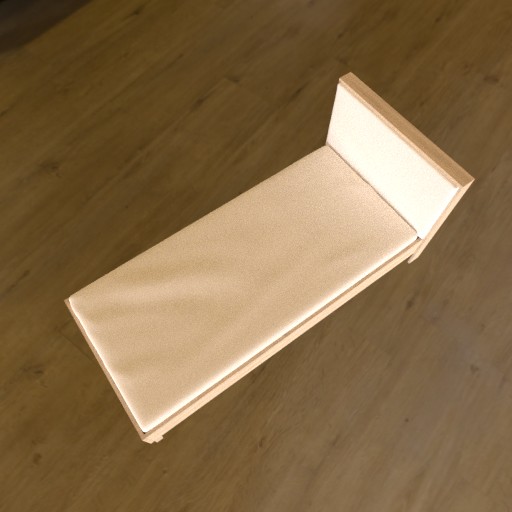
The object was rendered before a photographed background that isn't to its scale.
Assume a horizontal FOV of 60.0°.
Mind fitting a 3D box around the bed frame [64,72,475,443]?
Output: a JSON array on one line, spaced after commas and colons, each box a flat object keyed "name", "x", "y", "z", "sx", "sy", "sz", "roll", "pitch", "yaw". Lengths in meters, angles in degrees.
[{"name": "bed frame", "x": 0.000, "y": 0.000, "z": 2.653, "sx": 2.140, "sy": 0.920, "sz": 0.990, "roll": -33, "pitch": 68, "yaw": -15}]
